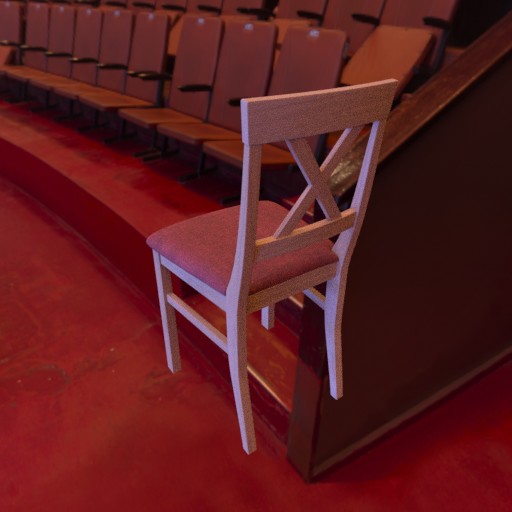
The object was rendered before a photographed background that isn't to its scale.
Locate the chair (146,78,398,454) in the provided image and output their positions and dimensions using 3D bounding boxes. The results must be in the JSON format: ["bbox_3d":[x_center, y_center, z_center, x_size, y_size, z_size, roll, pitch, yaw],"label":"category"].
[{"bbox_3d":[0.000,0.000,1.188,0.439,0.912,0.492,-20,35,-30],"label":"chair"}]
